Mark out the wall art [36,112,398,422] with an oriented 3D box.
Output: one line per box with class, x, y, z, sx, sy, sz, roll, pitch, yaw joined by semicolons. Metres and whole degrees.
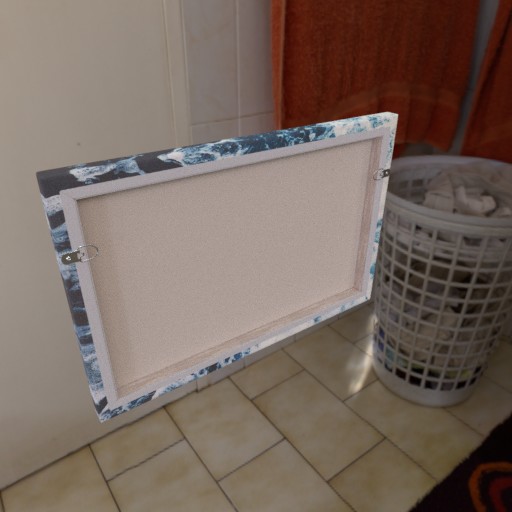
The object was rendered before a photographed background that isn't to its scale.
wall art;0.000;0.000;1.140;0.915;0.610;0.042;-18;34;-29
